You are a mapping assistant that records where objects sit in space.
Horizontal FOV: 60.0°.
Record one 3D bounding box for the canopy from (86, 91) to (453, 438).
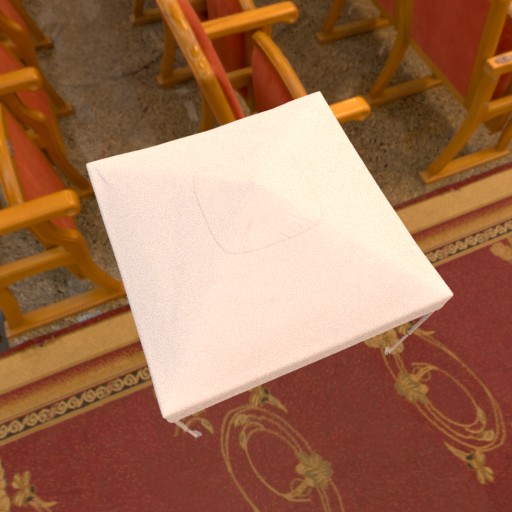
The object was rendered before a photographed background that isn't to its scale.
[{"bbox_3d":[0.000,0.000,5.365,2.996,2.997,2.998,-20,65,-10],"label":"canopy"}]
